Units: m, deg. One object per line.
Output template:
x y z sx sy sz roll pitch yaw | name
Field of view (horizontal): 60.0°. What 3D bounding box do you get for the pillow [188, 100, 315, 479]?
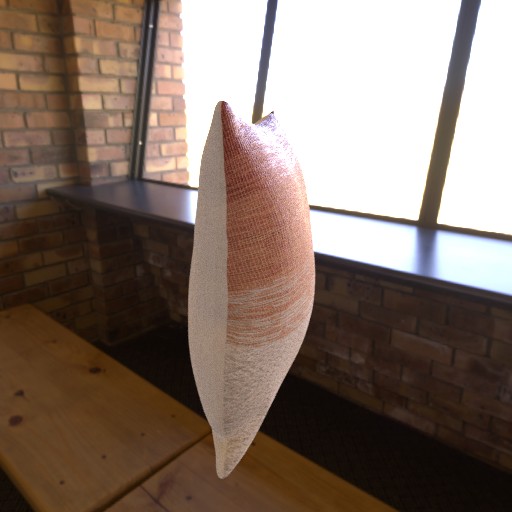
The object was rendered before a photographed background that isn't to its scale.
0.000 0.000 0.679 0.182 0.441 0.440 3 18 8 | pillow
